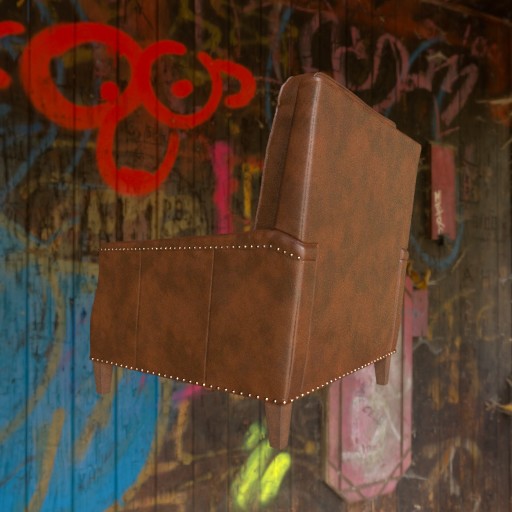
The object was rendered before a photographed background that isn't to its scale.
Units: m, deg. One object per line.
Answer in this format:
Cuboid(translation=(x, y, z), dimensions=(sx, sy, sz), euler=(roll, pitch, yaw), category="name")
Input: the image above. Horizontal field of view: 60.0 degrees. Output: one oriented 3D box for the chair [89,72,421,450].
Cuboid(translation=(0.000, 0.000, 1.745), dimensions=(1.035, 1.054, 0.854), euler=(0, -1, 37), category="chair")
